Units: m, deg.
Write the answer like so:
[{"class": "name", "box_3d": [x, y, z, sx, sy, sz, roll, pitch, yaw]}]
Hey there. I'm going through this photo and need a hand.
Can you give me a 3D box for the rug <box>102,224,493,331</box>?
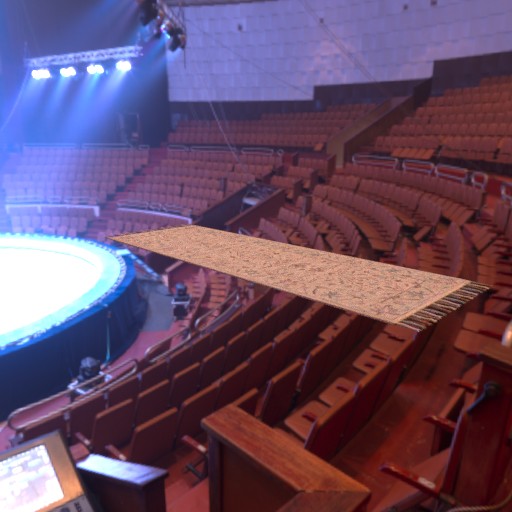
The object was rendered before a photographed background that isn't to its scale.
[{"class": "rug", "box_3d": [0.000, 0.000, 2.686, 0.769, 0.013, 2.440, -13, 19, -43]}]
